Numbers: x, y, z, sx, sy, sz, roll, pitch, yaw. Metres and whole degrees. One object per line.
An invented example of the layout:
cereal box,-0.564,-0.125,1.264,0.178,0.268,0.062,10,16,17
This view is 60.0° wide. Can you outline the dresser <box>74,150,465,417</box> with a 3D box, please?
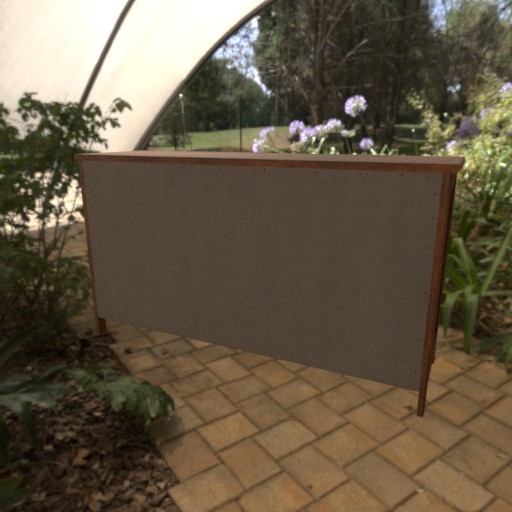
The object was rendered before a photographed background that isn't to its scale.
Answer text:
dresser,0.000,0.000,1.925,1.551,0.856,0.463,7,17,25
